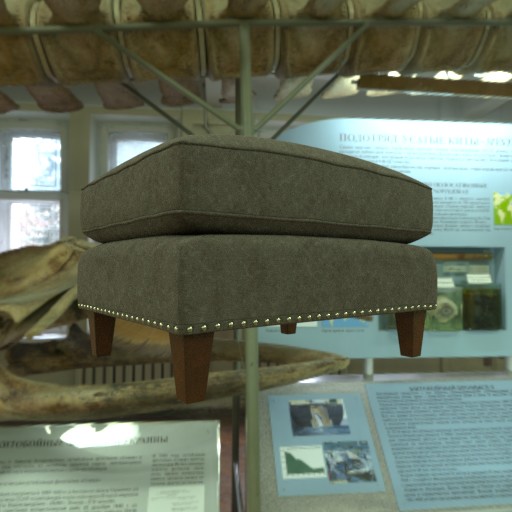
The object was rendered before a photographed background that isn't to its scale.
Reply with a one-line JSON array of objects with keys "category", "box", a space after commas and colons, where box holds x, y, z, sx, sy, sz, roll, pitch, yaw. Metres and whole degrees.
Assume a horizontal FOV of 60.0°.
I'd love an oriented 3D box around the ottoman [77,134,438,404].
[{"category": "ottoman", "box": [0.000, 0.000, 1.145, 0.741, 0.513, 0.584, 1, -2, -37]}]
